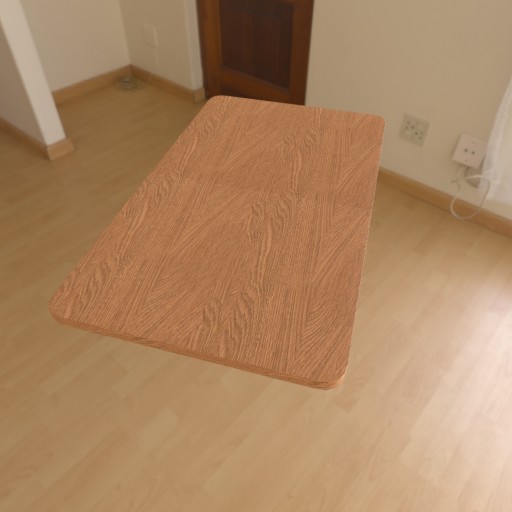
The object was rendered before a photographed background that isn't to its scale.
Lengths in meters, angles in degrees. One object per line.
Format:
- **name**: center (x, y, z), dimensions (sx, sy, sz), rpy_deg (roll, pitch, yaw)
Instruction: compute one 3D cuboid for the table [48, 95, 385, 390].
- **table**: center (0.000, 0.000, 2.108), dimensions (0.950, 0.770, 1.600), rpy_deg (11, 46, 11)
